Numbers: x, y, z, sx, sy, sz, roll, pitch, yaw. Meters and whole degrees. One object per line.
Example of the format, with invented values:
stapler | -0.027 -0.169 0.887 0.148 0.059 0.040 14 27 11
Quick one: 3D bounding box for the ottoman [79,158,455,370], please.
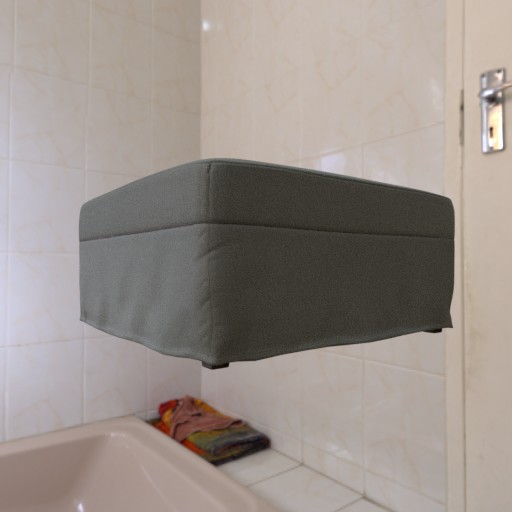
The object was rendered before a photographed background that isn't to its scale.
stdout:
ottoman | 0.000 0.000 1.345 0.843 0.441 0.842 1 -1 -37
